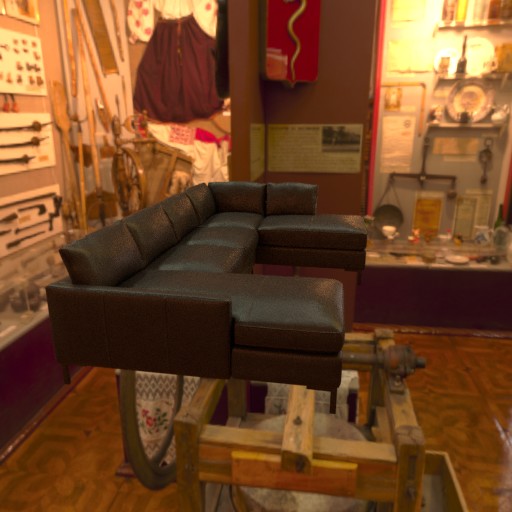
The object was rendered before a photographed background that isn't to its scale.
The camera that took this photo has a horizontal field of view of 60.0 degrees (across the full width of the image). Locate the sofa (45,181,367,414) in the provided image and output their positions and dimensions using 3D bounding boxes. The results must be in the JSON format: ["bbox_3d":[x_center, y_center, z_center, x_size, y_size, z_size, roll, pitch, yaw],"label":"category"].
[{"bbox_3d":[0.000,0.000,3.799,1.939,0.900,2.956,3,17,10],"label":"sofa"}]
